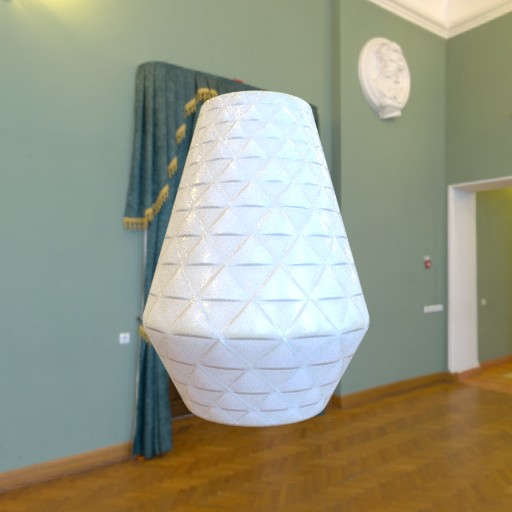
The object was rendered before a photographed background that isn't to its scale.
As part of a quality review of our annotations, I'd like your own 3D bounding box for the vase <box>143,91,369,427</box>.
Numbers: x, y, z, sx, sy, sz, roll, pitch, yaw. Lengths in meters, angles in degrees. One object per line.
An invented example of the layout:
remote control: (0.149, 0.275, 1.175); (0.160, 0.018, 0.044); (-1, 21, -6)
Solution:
vase: (0.000, 0.000, 0.352); (0.175, 0.230, 0.175); (0, 0, 0)
